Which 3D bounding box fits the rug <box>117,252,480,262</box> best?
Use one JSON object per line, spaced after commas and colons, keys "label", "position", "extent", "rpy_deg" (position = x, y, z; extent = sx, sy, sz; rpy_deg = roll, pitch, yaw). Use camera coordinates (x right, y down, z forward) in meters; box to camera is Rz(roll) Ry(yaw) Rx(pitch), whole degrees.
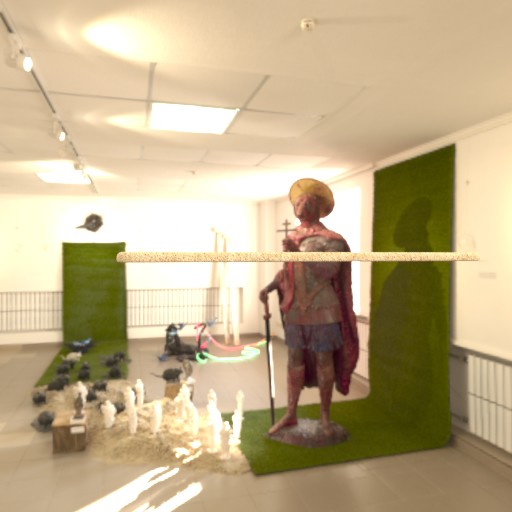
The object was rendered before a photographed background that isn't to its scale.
{"label": "rug", "position": [0.000, 0.000, 3.443], "extent": [2.009, 0.048, 2.528], "rpy_deg": [0, 0, -16]}
